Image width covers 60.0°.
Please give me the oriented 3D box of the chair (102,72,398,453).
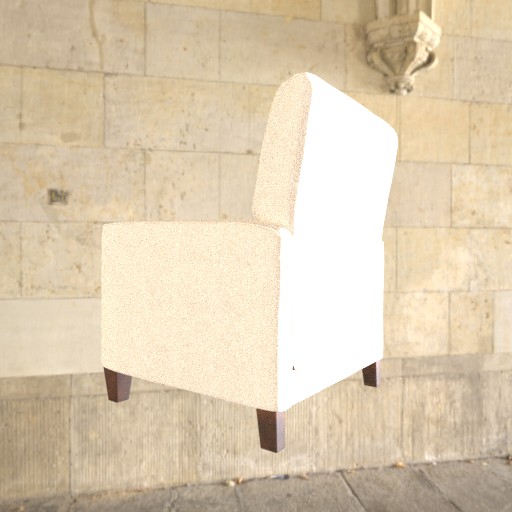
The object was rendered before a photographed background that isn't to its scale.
[{"bbox_3d":[0.000,0.000,1.657,0.858,1.028,0.841,0,0,36],"label":"chair"}]
